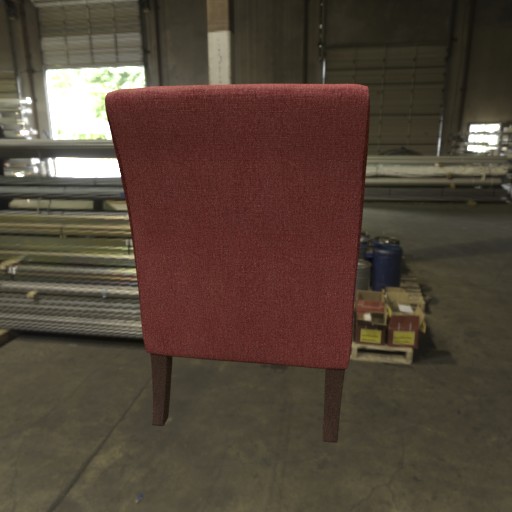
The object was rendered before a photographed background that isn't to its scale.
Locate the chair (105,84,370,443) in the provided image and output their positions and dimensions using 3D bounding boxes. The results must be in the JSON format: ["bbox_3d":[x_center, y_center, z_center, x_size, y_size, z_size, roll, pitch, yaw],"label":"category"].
[{"bbox_3d":[0.000,0.000,1.253,0.538,0.846,0.640,2,15,9],"label":"chair"}]
